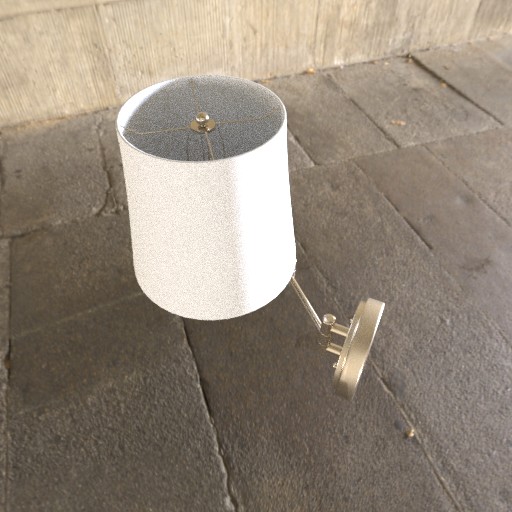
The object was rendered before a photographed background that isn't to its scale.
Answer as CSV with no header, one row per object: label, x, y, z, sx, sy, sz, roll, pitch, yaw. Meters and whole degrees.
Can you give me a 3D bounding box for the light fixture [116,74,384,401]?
light fixture,0.000,0.000,0.583,0.348,0.381,0.223,19,50,17
